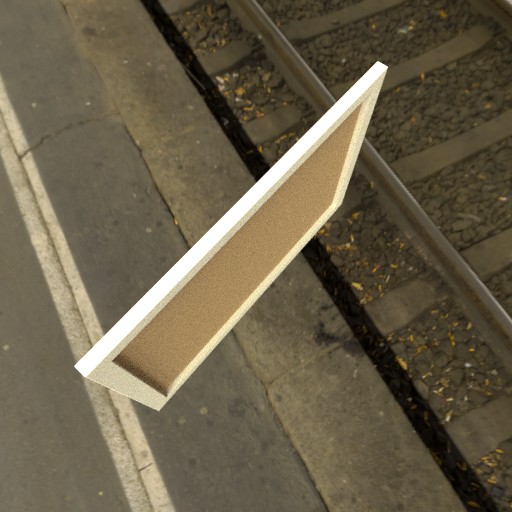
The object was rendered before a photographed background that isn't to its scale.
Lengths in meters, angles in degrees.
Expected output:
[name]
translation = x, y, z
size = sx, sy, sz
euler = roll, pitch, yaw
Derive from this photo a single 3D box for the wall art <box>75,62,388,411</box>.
[wall art]
translation = 0.000, 0.000, 1.455
size = 0.038, 0.767, 1.144
euler = 38, 71, 15
